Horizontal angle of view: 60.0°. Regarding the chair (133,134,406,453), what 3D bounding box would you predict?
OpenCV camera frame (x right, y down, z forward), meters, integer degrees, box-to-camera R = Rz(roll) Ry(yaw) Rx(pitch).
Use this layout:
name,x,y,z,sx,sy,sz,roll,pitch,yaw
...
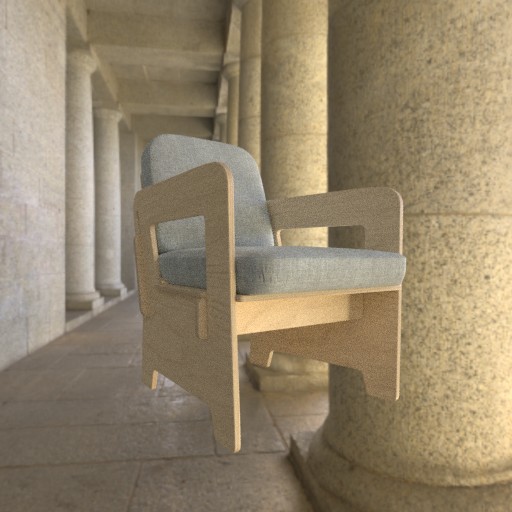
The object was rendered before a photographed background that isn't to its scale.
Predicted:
name,x,y,z,sx,sy,sz,roll,pitch,yaw
chair,0.000,0.000,1.289,0.590,0.800,0.710,0,0,-37
